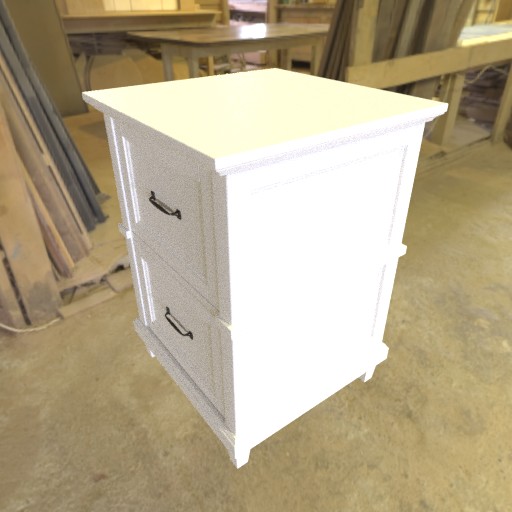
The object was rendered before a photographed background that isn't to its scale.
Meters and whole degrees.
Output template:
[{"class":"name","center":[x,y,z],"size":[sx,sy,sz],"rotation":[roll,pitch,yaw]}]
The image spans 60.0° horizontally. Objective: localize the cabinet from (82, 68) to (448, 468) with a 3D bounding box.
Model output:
[{"class":"cabinet","center":[0.000,0.000,1.126],"size":[0.547,0.775,0.544],"rotation":[-21,38,-31]}]
